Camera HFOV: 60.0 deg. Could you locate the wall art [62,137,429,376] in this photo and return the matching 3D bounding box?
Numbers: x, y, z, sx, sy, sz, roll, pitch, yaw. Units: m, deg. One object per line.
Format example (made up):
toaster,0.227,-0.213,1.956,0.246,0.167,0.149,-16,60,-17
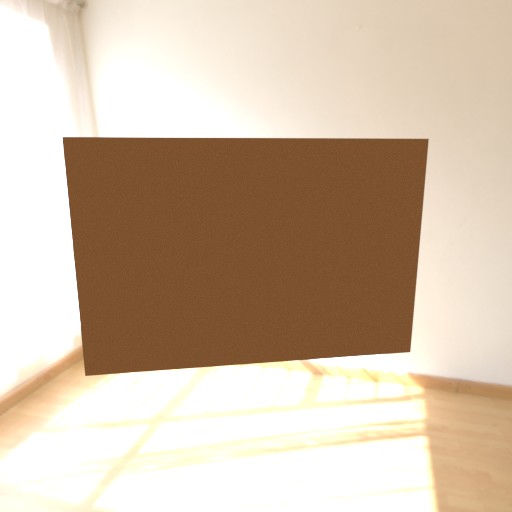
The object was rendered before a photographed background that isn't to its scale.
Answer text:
wall art,0.000,0.000,1.182,0.915,0.608,0.033,-2,13,-9
